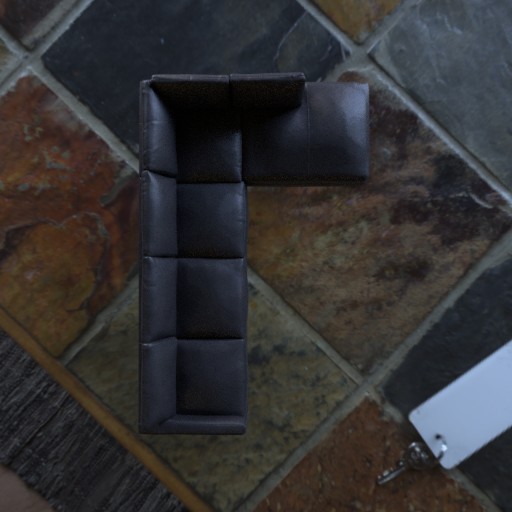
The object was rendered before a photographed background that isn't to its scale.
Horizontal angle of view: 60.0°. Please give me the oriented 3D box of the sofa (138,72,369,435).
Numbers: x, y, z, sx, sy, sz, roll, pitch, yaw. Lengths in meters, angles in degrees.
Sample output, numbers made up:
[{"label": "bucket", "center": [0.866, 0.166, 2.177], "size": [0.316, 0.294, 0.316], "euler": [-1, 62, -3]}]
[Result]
[{"label": "sofa", "center": [0.000, 0.000, 3.856], "size": [1.938, 0.877, 2.984], "euler": [0, 90, 2]}]
